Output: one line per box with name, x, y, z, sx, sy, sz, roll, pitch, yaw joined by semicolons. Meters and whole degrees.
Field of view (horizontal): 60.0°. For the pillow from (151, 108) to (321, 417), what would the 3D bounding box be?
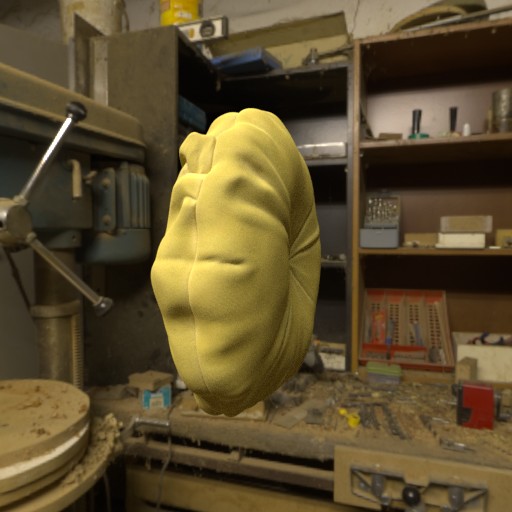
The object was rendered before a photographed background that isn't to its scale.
pillow;0.000;0.000;0.651;0.148;0.407;0.428;1;3;19
